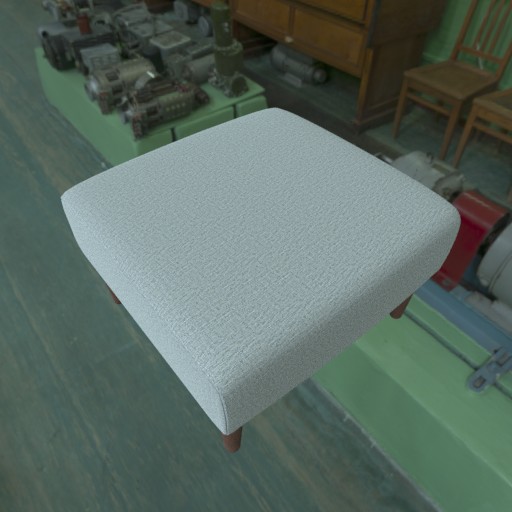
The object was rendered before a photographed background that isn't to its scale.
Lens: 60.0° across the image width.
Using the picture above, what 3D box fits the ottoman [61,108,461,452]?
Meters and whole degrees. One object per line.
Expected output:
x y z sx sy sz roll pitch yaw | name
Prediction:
0.000 0.000 1.074 0.650 0.398 0.649 -30 53 -26 | ottoman
